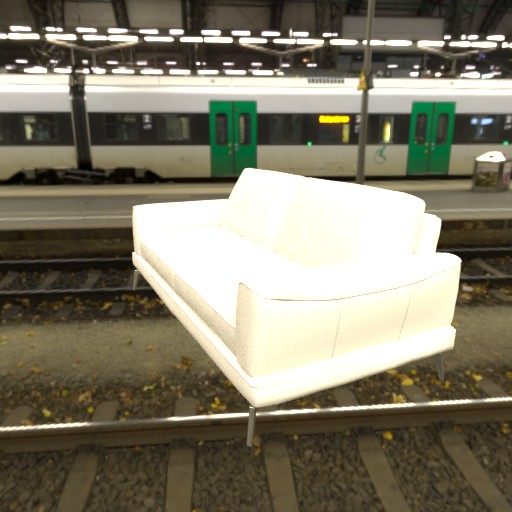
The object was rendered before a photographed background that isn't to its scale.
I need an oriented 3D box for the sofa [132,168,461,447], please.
[{"bbox_3d":[0.000,0.000,2.710,1.121,0.930,2.177,-8,17,-26],"label":"sofa"}]
